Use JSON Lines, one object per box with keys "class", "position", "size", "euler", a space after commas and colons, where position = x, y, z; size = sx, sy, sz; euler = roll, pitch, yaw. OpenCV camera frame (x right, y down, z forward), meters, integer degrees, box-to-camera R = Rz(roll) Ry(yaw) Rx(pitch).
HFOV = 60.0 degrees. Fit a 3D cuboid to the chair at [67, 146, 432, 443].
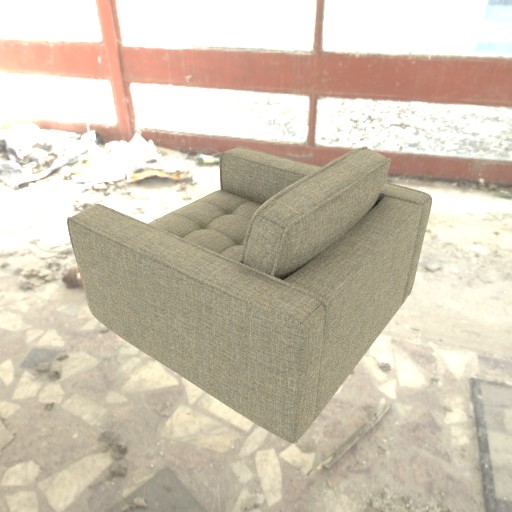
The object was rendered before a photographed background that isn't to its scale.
{"class": "chair", "position": [0.000, 0.000, 1.587], "size": [0.914, 0.765, 0.889], "euler": [22, 38, 31]}
